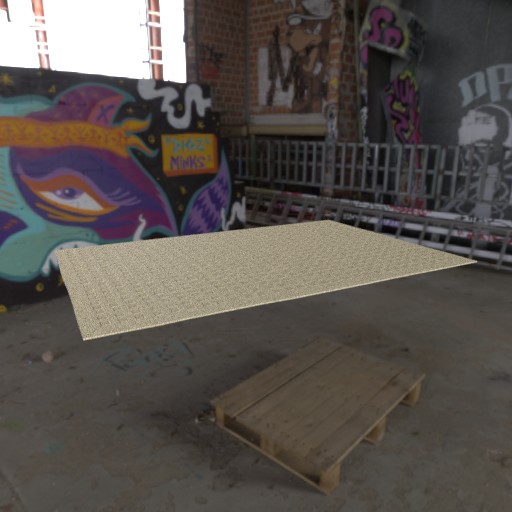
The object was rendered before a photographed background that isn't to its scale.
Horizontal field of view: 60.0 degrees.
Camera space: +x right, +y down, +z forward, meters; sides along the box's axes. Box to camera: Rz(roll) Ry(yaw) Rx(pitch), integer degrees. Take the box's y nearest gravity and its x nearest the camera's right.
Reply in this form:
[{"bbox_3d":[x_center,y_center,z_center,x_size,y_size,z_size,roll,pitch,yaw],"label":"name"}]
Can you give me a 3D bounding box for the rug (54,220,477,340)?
[{"bbox_3d":[0.000,0.000,2.179,1.747,0.006,1.143,-8,18,-27],"label":"rug"}]
